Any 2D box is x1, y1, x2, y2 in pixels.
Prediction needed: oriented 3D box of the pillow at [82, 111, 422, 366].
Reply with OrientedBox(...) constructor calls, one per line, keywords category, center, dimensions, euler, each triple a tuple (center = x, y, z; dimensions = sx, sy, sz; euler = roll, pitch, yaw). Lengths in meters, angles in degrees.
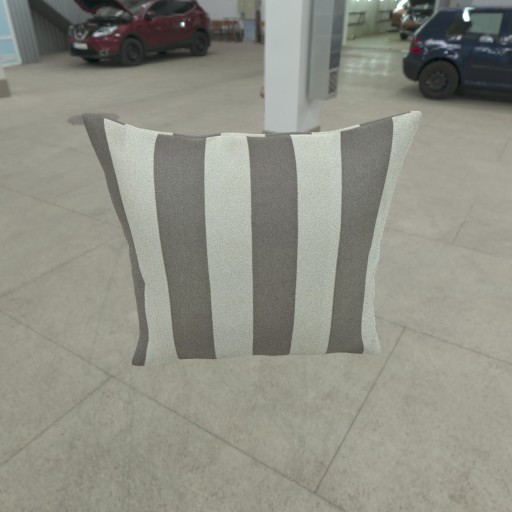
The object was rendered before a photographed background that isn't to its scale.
OrientedBox(category="pillow", center=(0.000, 0.000, 0.800), dimensions=(0.522, 0.507, 0.192), euler=(-1, 30, -2))
